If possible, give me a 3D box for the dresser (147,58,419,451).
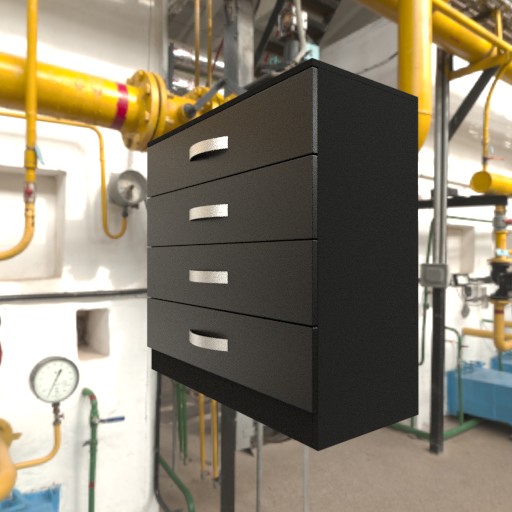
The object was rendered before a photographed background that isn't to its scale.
[{"bbox_3d":[0.000,0.000,1.197,0.360,0.720,0.750,0,0,-37],"label":"dresser"}]
